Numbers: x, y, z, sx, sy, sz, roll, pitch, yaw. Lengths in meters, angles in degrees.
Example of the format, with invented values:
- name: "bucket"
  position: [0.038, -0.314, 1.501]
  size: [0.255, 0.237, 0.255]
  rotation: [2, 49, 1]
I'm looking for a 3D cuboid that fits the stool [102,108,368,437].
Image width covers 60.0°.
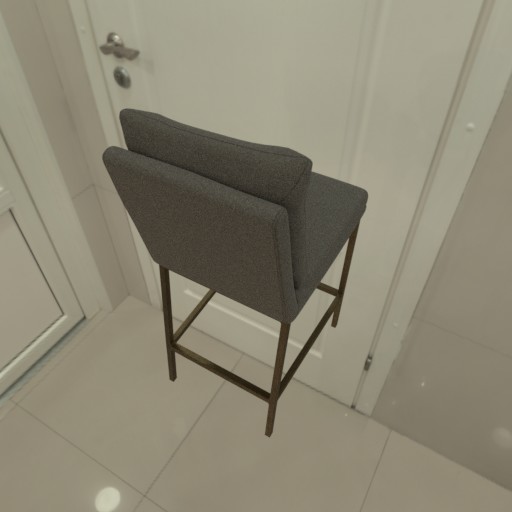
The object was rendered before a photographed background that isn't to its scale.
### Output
- name: "stool"
  position: [0.000, 0.000, 1.332]
  size: [0.463, 1.030, 0.569]
  rotation: [23, 50, 21]
